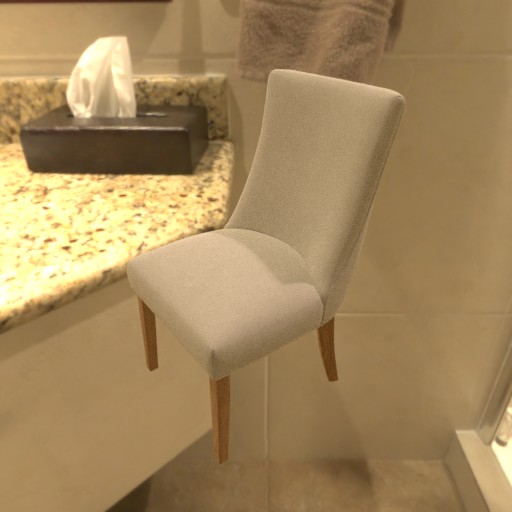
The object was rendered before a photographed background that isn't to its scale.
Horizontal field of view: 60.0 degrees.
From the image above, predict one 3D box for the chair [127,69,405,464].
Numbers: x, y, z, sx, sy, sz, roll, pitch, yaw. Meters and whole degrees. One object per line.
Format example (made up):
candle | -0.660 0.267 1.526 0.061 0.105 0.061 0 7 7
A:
chair | 0.000 0.000 1.266 0.610 0.902 0.495 -21 37 -31
